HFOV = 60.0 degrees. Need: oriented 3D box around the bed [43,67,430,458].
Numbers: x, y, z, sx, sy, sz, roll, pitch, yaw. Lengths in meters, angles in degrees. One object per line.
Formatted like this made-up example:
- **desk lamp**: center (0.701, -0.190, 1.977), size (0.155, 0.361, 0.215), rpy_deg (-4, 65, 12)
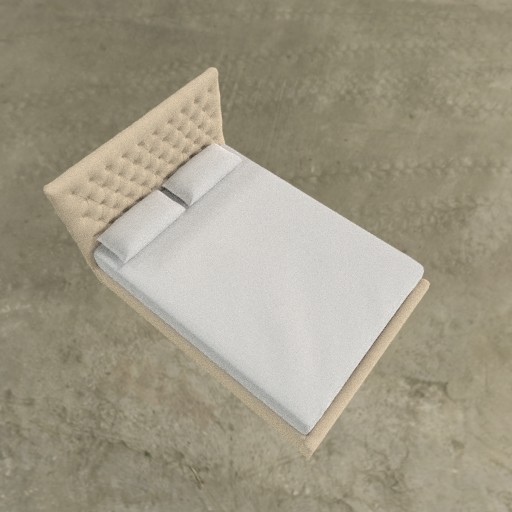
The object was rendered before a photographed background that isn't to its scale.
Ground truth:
- **bed**: center (0.000, 0.000, 3.500), size (2.387, 1.427, 1.698), rpy_deg (35, 65, 19)
